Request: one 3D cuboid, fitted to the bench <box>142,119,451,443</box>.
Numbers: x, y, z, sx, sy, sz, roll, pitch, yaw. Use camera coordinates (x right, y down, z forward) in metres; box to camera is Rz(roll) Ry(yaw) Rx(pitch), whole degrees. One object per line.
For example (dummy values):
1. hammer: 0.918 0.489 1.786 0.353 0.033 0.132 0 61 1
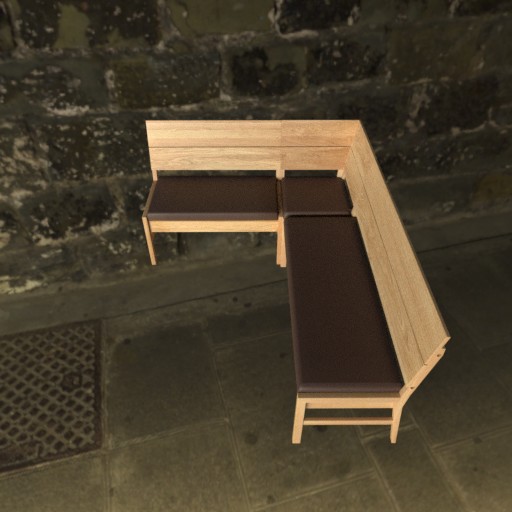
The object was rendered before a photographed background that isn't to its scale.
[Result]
1. bench: 0.000 0.000 2.749 1.549 0.890 1.975 -1 42 -1
